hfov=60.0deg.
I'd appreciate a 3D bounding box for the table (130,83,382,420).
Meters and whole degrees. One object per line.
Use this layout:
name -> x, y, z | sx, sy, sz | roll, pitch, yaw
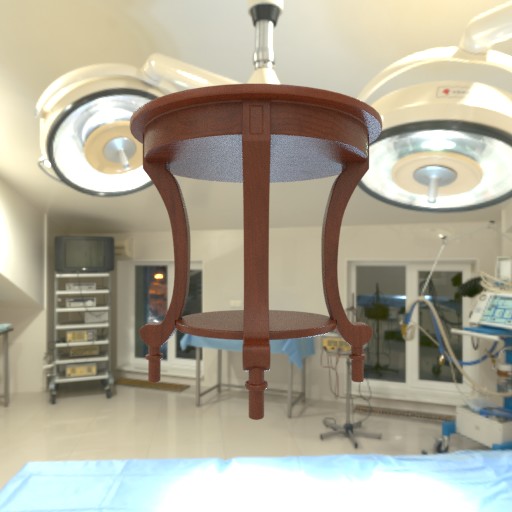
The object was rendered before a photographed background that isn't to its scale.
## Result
table -> 0.000, 0.000, 1.086 | 0.597, 0.612, 0.597 | 0, 0, 0
